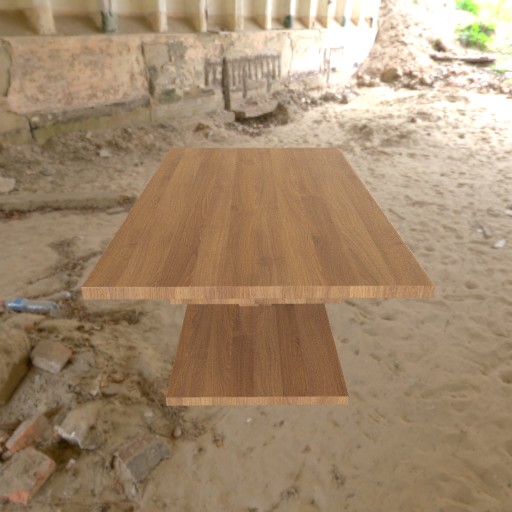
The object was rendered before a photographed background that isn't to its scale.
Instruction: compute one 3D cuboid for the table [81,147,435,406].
[{"bbox_3d":[0.000,0.000,1.464,0.700,0.442,1.100,0,28,0],"label":"table"}]
